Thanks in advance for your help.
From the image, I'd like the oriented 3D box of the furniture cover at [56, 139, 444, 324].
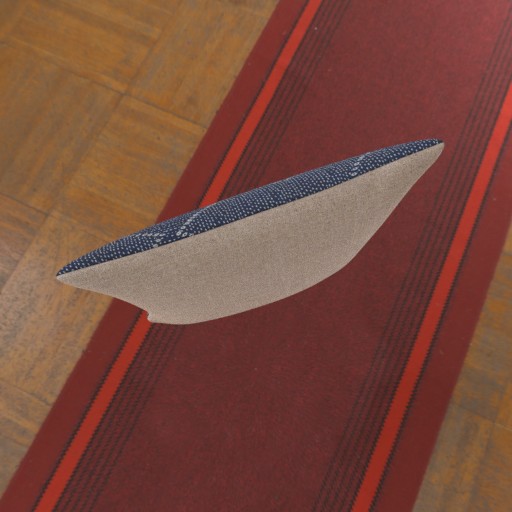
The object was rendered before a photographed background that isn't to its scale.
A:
[{"bbox_3d":[0.000,0.000,0.779,0.511,0.503,0.162,-20,77,-5],"label":"furniture cover"}]
